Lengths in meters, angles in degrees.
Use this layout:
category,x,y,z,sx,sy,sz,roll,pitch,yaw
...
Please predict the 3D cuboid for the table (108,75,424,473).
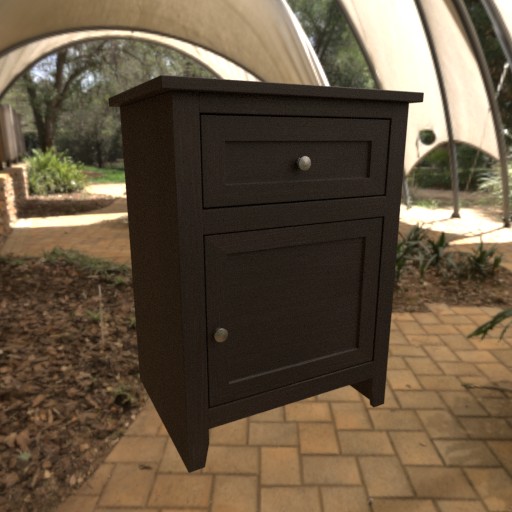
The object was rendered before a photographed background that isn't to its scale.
category,x,y,z,sx,sy,sz,roll,pitch,yaw
table,0.000,0.000,0.929,0.480,0.635,0.381,-8,17,-27
